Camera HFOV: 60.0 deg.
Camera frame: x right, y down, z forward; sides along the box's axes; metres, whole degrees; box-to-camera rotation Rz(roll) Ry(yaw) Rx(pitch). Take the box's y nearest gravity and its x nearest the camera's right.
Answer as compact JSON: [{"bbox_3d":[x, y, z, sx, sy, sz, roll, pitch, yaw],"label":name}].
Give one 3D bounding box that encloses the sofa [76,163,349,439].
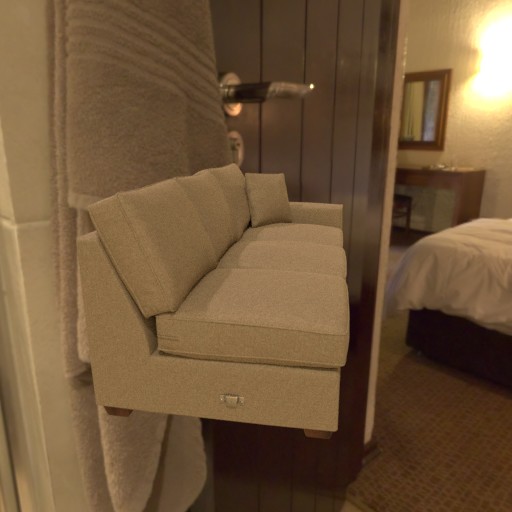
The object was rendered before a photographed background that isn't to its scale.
[{"bbox_3d":[0.000,0.000,2.551,1.034,0.946,1.963,3,15,10],"label":"sofa"}]
